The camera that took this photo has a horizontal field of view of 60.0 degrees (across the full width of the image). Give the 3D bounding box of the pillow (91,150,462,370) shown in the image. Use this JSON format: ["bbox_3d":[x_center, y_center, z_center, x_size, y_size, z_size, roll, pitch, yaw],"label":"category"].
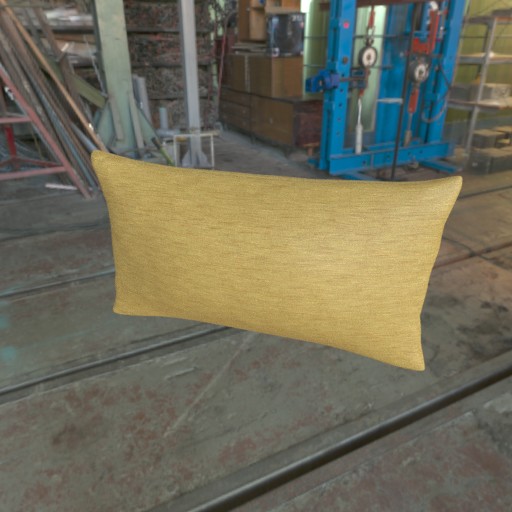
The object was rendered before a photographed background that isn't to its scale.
[{"bbox_3d":[0.000,0.000,0.805,0.634,0.354,0.210,8,27,15],"label":"pillow"}]
